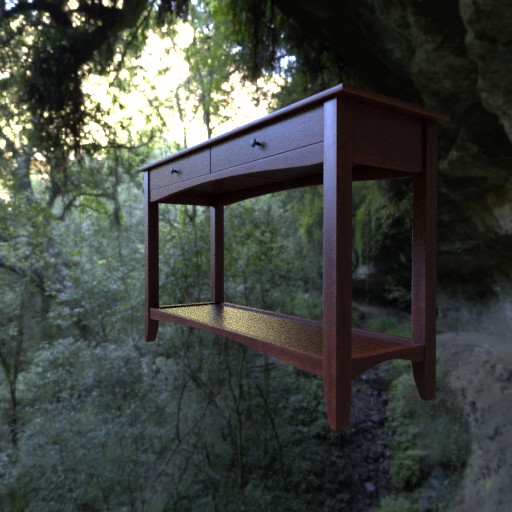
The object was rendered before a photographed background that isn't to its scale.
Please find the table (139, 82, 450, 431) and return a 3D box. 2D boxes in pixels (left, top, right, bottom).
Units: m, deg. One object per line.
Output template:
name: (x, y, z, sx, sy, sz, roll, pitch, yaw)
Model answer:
table: (0.000, 0.000, 1.520, 0.392, 0.739, 1.188, -1, 1, -35)
